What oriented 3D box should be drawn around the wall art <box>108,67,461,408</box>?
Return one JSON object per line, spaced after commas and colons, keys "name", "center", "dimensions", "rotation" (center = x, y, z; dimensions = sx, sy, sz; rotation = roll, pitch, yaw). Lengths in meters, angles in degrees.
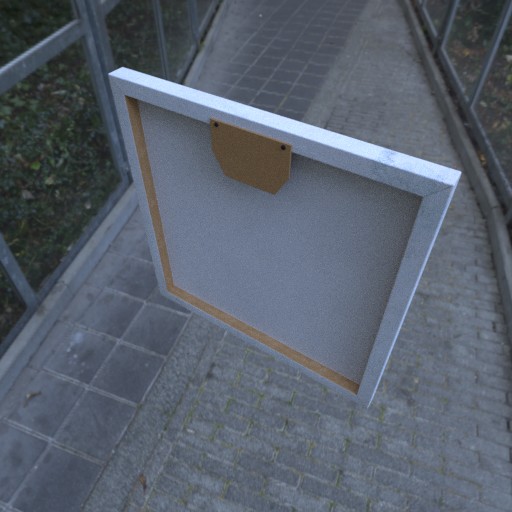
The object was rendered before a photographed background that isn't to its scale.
{"name": "wall art", "center": [0.000, 0.000, 0.889], "dimensions": [0.605, 0.605, 0.044], "rotation": [25, 50, 23]}
